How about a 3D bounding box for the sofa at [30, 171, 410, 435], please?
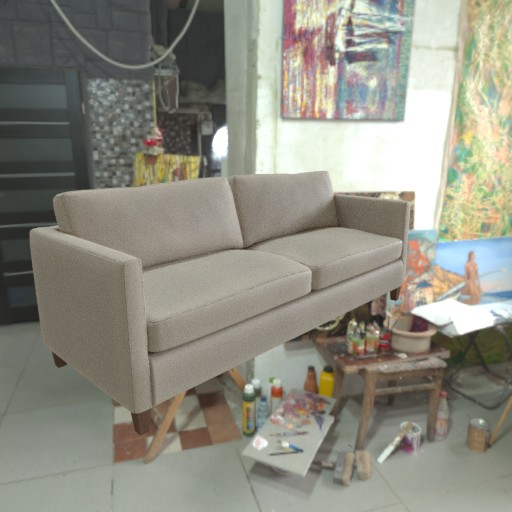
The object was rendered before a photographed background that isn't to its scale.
[{"bbox_3d":[0.000,0.000,2.791,0.951,0.968,2.361,14,20,42],"label":"sofa"}]
